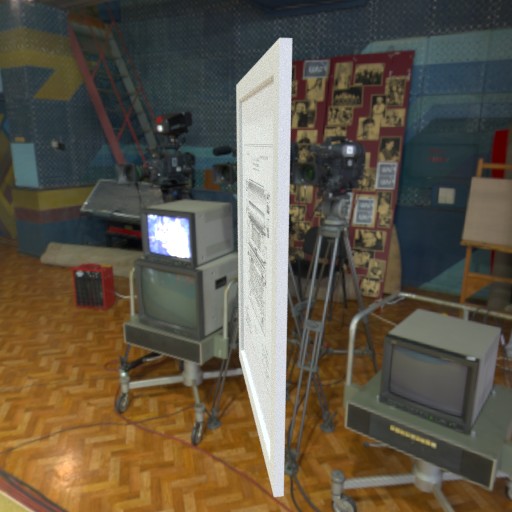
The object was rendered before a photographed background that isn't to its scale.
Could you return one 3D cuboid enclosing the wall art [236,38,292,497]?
[{"bbox_3d":[0.000,0.000,0.677,0.013,0.533,0.381,-2,15,-8],"label":"wall art"}]
